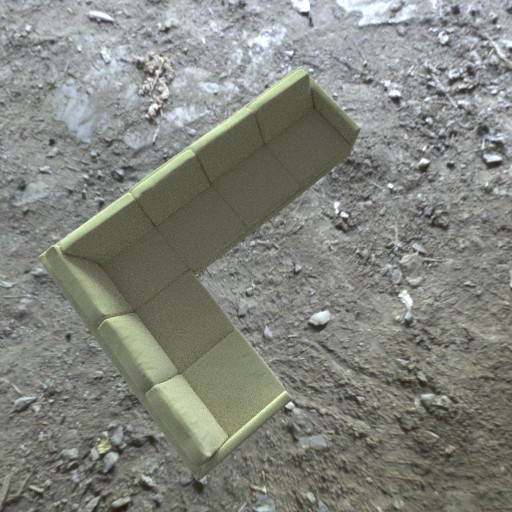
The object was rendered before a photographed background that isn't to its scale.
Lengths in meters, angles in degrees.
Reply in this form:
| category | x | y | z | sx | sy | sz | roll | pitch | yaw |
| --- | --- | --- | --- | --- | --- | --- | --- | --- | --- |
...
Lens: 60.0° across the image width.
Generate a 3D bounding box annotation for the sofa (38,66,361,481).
| category | x | y | z | sx | sy | sz | roll | pitch | yaw |
| --- | --- | --- | --- | --- | --- | --- | --- | --- | --- |
| sofa | 0.000 | 0.000 | 4.273 | 3.182 | 0.863 | 2.432 | -38 | 79 | -9 |
